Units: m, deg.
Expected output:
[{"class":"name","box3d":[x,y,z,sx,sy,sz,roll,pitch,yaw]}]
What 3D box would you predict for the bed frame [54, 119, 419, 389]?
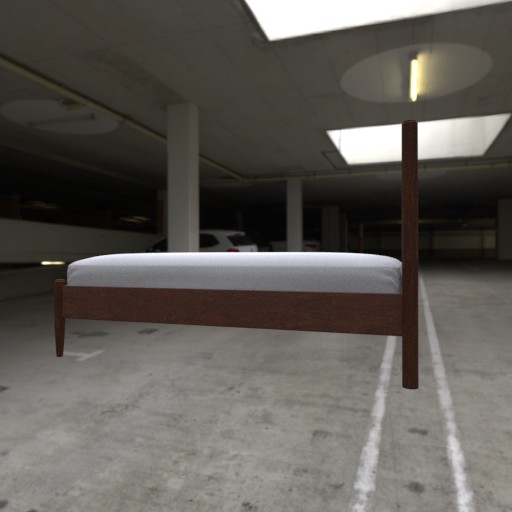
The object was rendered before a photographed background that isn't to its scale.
[{"class":"bed frame","box3d":[0.000,0.000,3.294,2.234,1.321,1.655,0,0,19]}]
